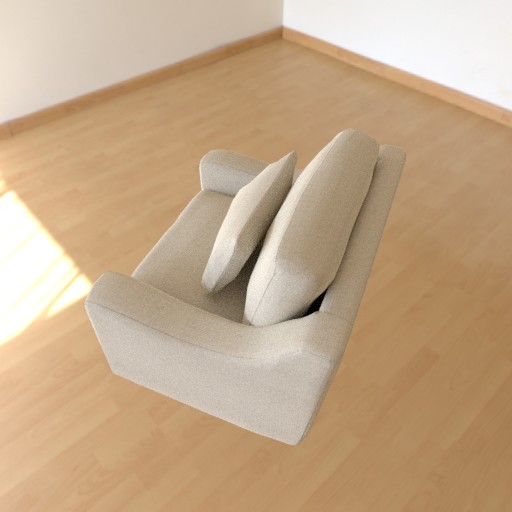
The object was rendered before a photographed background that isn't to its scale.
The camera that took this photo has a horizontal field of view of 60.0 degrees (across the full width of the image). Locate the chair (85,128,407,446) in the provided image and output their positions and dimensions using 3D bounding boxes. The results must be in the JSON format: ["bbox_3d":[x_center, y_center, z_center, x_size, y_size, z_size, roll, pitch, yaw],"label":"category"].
[{"bbox_3d":[0.000,0.000,1.998,1.009,1.016,1.178,17,49,15],"label":"chair"}]
